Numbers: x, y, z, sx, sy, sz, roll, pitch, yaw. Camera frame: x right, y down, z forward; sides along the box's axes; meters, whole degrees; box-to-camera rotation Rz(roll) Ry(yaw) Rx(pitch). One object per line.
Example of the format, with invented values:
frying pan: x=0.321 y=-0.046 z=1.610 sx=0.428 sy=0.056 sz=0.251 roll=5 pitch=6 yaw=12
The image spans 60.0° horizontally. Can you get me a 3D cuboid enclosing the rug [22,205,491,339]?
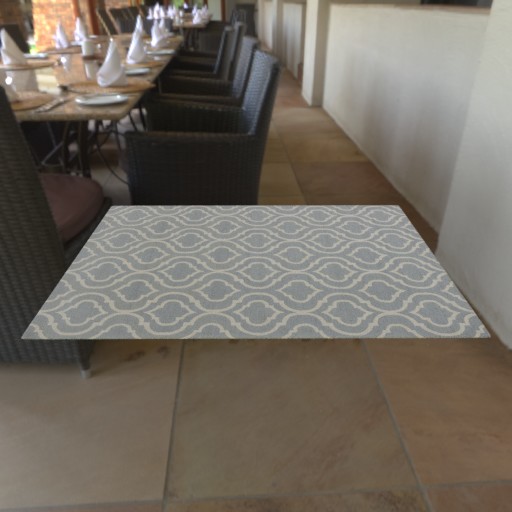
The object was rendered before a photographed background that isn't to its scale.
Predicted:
rug: x=0.000 y=0.000 z=2.585 sx=2.080 sy=0.010 sz=1.451 roll=0 pitch=30 yaw=0
